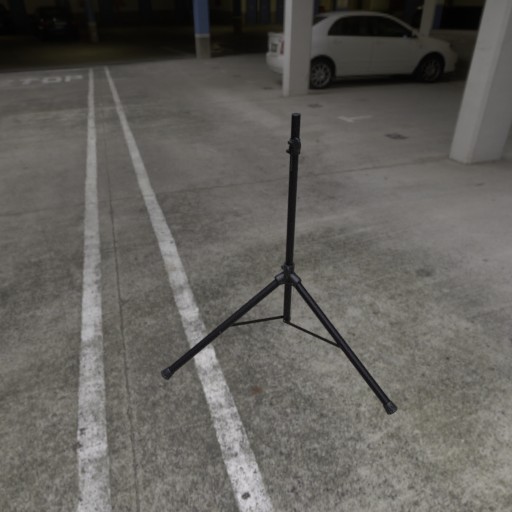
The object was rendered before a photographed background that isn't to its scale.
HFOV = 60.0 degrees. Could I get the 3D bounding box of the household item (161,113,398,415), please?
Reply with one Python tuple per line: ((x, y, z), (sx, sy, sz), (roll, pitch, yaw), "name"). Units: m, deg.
((0.000, 0.000, 1.848), (0.907, 1.136, 1.045), (-10, 33, -16), "household item")
